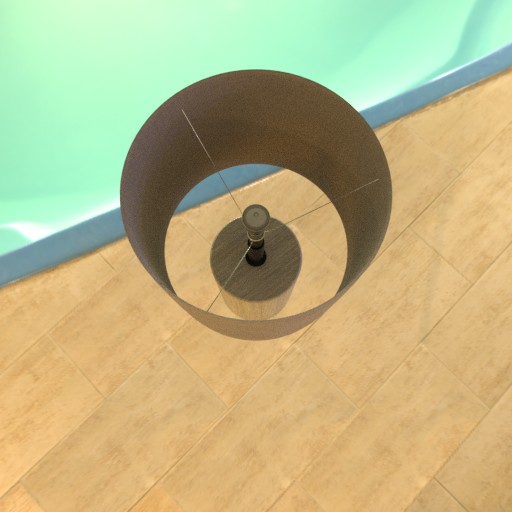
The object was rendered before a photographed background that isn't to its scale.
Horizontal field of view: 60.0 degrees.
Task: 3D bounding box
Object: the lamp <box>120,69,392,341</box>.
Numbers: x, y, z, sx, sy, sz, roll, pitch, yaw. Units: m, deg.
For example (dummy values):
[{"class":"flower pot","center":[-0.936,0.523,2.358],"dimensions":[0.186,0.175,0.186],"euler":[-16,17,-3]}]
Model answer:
[{"class":"lamp","center":[0.000,0.000,0.582],"dimensions":[0.228,0.444,0.228],"euler":[-37,78,-9]}]
